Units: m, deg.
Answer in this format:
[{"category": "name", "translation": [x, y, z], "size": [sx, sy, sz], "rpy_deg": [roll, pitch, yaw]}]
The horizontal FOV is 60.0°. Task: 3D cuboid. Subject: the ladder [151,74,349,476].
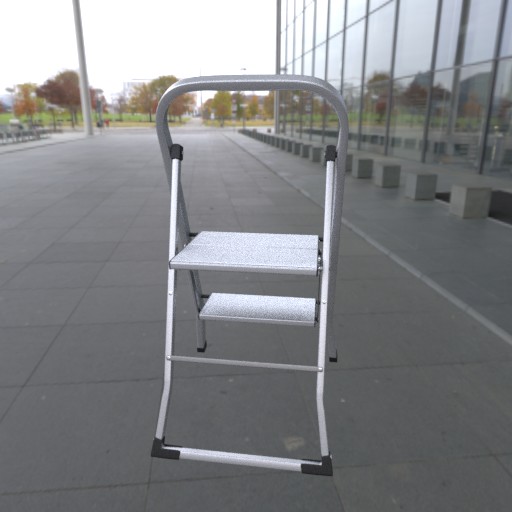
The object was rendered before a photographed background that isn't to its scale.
[{"category": "ladder", "translation": [0.000, 0.000, 1.115], "size": [0.465, 0.830, 0.530], "rpy_deg": [2, 17, 8]}]
